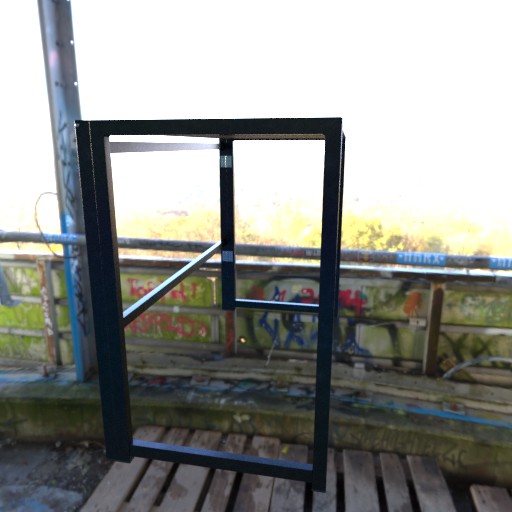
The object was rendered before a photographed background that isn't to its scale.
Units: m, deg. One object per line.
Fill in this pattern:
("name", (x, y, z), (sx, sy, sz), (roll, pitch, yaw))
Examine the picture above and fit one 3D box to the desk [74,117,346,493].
("desk", (0.000, 0.000, 1.375), (0.508, 0.762, 1.016), (3, 14, 11))
